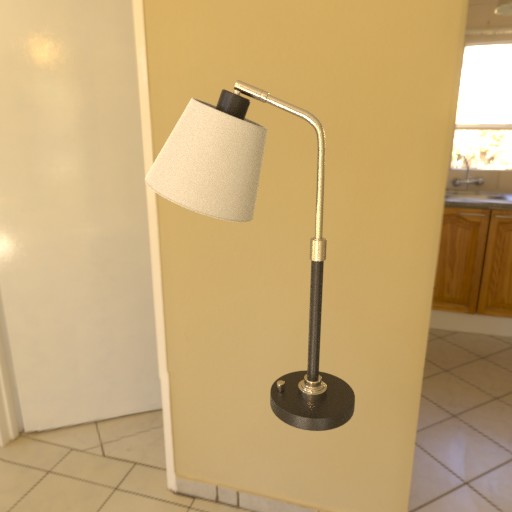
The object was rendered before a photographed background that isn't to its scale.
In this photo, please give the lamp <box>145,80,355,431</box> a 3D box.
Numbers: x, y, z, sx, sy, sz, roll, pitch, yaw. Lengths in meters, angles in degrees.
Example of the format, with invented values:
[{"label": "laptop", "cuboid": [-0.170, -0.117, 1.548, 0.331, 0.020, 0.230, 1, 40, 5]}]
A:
[{"label": "lamp", "cuboid": [0.000, 0.000, 0.725, 0.348, 0.539, 0.181, 2, 16, 8]}]
